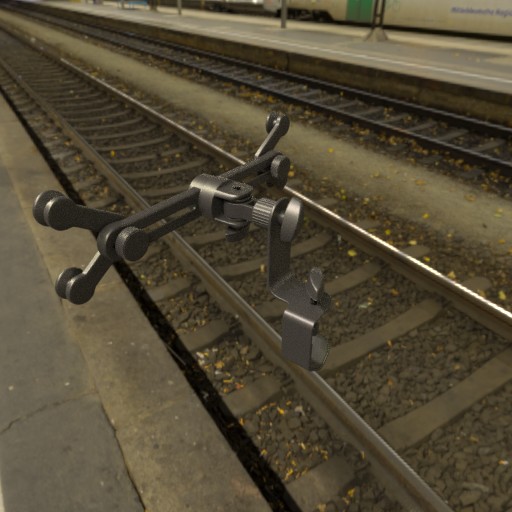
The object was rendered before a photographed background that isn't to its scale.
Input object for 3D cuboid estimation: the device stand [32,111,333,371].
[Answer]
[{"bbox_3d":[0.000,0.000,0.366,0.142,0.166,0.270,21,38,30],"label":"device stand"}]
